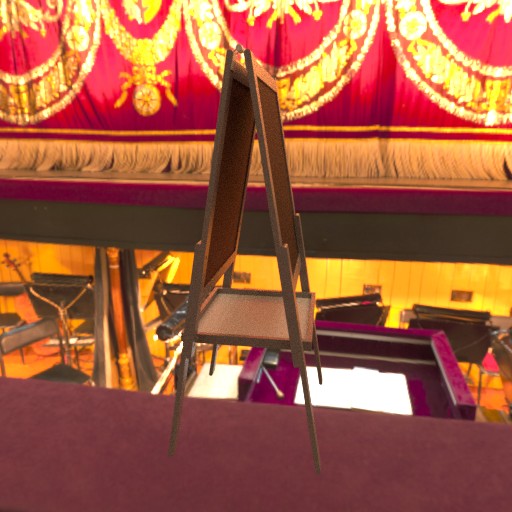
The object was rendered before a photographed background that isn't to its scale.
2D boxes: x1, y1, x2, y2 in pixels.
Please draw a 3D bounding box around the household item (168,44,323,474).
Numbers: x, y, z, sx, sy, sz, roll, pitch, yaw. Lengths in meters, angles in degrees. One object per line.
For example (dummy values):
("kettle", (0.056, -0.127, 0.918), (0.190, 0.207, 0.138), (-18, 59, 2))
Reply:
("household item", (0.000, 0.000, 1.445), (0.469, 1.172, 0.531), (2, 15, 9))
